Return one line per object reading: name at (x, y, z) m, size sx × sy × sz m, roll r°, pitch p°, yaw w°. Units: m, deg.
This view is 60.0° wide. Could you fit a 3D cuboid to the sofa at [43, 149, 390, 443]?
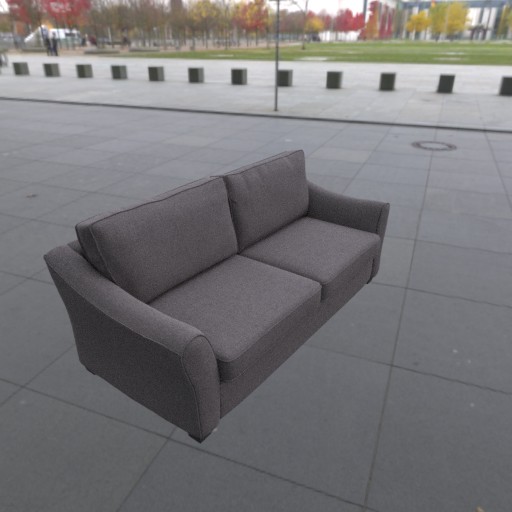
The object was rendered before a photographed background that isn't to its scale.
sofa at (0.000, 0.000, 2.834) m, size 1.013 × 0.976 × 2.203 m, roll 18°, pitch 32°, yaw 33°
